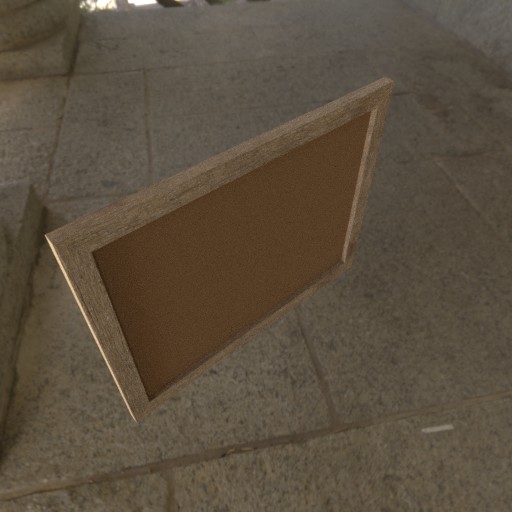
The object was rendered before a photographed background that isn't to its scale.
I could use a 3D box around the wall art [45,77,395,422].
[{"bbox_3d":[0.000,0.000,0.908,0.690,0.535,0.026,-32,54,-27],"label":"wall art"}]
